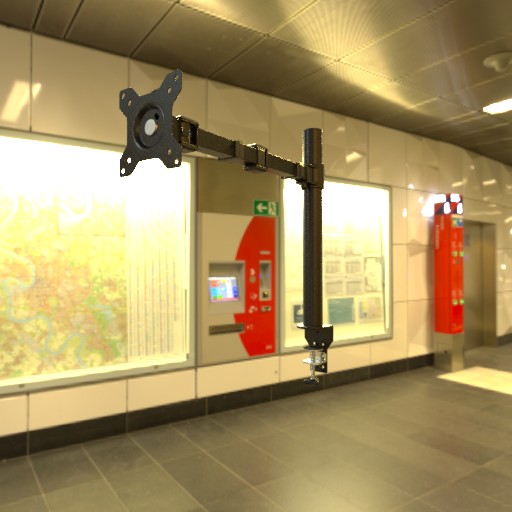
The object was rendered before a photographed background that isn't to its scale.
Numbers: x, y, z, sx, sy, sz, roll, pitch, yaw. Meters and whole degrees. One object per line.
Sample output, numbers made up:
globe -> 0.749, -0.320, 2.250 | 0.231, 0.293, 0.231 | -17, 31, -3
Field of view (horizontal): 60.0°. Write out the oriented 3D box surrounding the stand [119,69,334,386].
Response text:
stand -> 0.000, 0.000, 0.731 | 0.115, 0.510, 0.456 | -1, -1, 36
